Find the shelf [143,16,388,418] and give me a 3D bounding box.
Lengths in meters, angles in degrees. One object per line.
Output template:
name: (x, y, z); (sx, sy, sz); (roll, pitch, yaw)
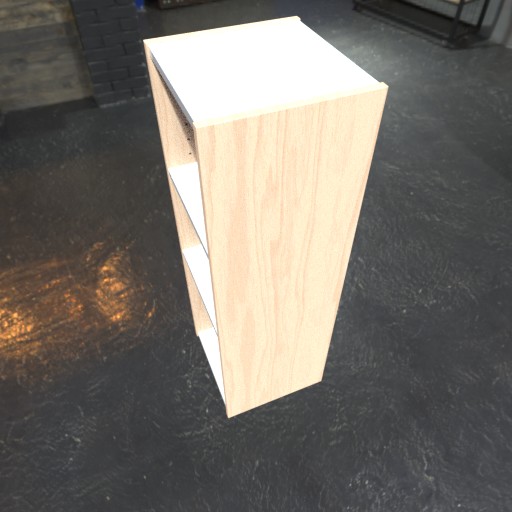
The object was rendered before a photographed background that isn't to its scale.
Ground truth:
shelf: (0.000, 0.000, 1.026); (0.290, 0.900, 0.300); (-17, 50, -15)
